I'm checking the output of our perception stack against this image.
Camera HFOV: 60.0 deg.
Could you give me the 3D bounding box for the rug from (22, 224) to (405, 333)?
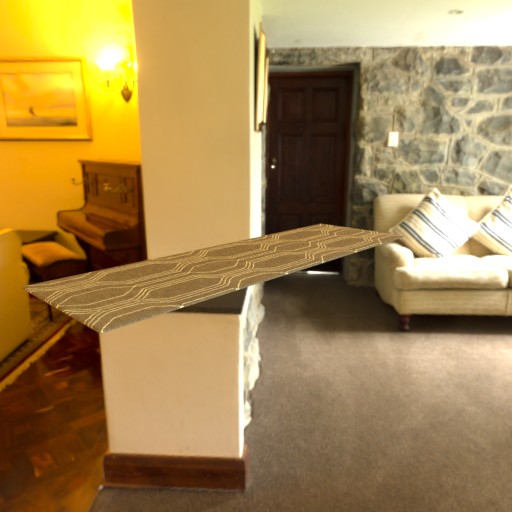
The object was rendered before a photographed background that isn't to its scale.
[{"bbox_3d":[0.000,0.000,2.742,0.773,0.012,2.464,13,19,42],"label":"rug"}]
